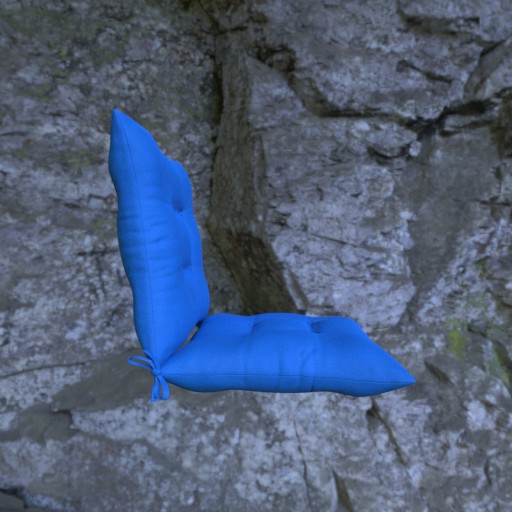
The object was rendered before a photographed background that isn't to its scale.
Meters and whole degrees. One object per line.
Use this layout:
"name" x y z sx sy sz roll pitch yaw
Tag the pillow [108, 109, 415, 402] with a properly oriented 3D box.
"pillow" 0.000 0.000 1.028 0.585 0.536 0.541 0 1 2
